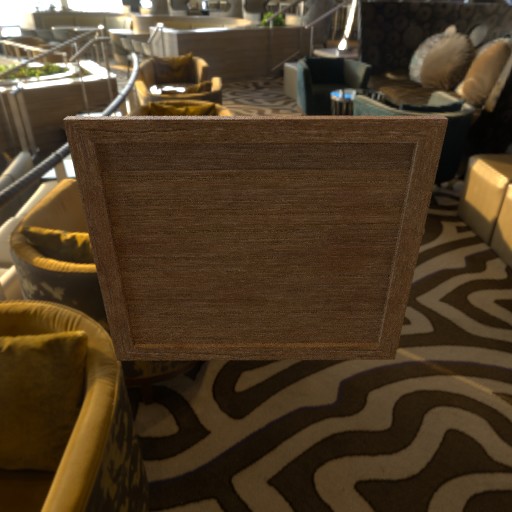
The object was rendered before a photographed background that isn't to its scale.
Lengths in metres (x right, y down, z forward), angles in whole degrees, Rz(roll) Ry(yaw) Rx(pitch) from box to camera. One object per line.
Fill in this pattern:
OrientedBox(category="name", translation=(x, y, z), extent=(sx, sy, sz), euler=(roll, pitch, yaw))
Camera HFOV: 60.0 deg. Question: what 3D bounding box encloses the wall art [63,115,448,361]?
OrientedBox(category="wall art", translation=(0.000, 0.000, 0.957), extent=(0.690, 0.588, 0.026), euler=(0, 31, 0))
